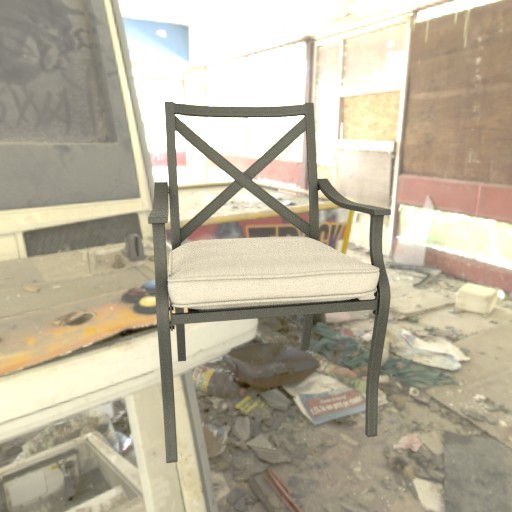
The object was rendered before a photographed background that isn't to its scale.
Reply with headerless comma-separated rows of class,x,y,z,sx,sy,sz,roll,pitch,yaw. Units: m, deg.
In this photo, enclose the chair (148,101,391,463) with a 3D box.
chair,0.000,0.000,1.306,0.575,0.889,0.620,-3,16,-10
